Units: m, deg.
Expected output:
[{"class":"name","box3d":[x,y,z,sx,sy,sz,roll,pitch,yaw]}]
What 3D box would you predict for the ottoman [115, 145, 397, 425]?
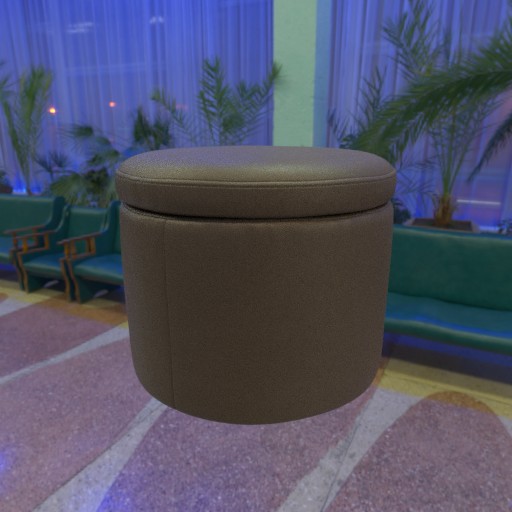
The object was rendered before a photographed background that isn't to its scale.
[{"class":"ottoman","box3d":[0.000,0.000,0.861,0.500,0.409,0.500,0,16,0]}]
